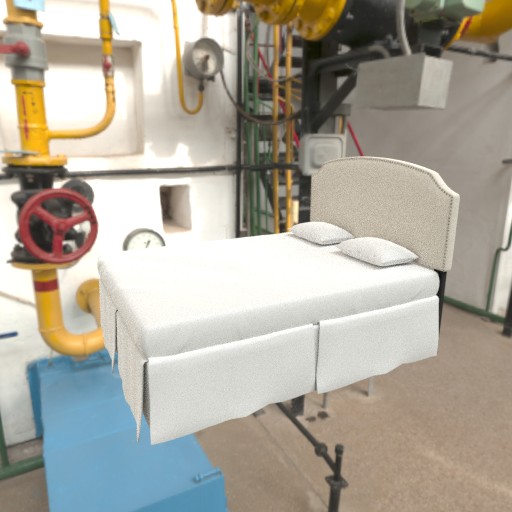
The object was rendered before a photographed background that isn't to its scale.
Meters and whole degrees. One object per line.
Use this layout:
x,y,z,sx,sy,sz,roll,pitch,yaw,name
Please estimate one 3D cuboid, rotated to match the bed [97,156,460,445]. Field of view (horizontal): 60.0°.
0.000,0.000,3.007,1.999,1.270,1.558,-8,17,-26,bed
